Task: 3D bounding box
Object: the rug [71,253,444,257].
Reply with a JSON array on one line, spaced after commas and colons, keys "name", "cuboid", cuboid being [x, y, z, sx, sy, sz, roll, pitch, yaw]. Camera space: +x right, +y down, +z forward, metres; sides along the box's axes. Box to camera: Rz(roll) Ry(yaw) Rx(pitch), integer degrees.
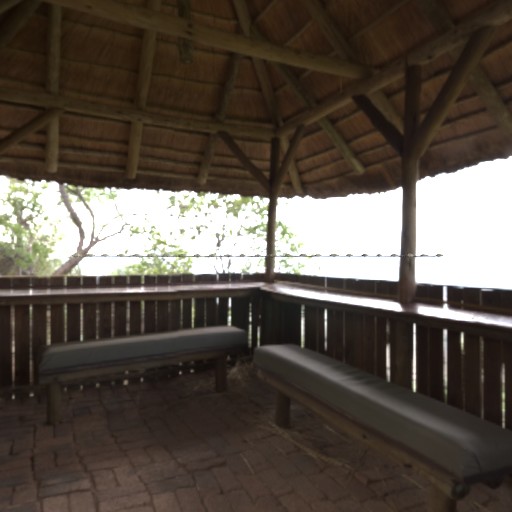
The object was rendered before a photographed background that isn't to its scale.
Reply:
[{"name": "rug", "cuboid": [0.000, 0.000, 2.304, 1.162, 0.013, 1.875, 0, 0, 0]}]
